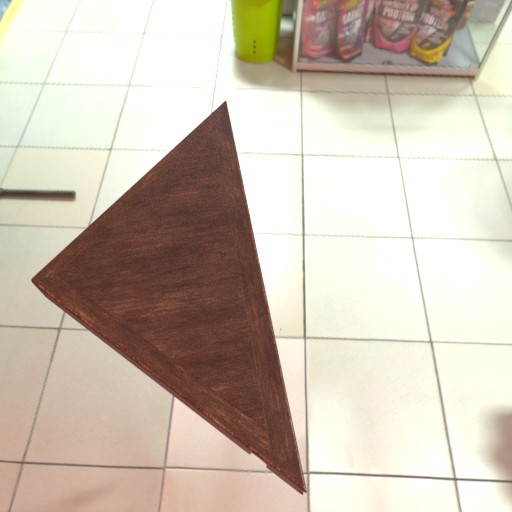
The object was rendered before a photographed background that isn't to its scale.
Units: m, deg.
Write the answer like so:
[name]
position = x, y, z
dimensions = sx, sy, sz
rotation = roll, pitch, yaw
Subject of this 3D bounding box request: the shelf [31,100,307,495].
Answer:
[shelf]
position = 0.000, 0.000, 0.435
dimensions = 0.296, 0.035, 0.296
rotation = 31, 64, 17
